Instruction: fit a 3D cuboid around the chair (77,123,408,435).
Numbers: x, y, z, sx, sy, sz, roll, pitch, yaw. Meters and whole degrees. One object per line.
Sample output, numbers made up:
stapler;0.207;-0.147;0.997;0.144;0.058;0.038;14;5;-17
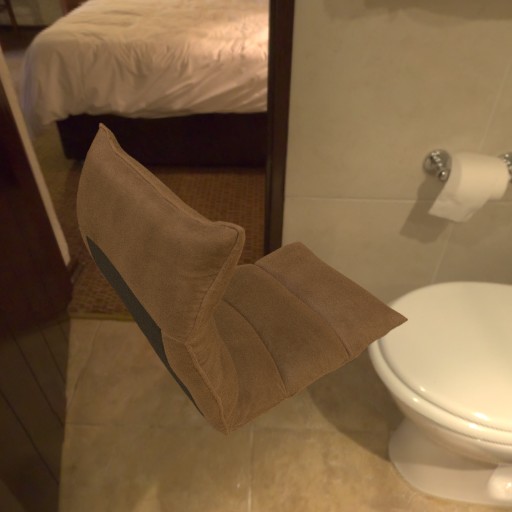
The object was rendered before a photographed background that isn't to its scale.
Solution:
chair;0.000;0.000;1.559;0.985;0.892;0.714;-24;45;-26
